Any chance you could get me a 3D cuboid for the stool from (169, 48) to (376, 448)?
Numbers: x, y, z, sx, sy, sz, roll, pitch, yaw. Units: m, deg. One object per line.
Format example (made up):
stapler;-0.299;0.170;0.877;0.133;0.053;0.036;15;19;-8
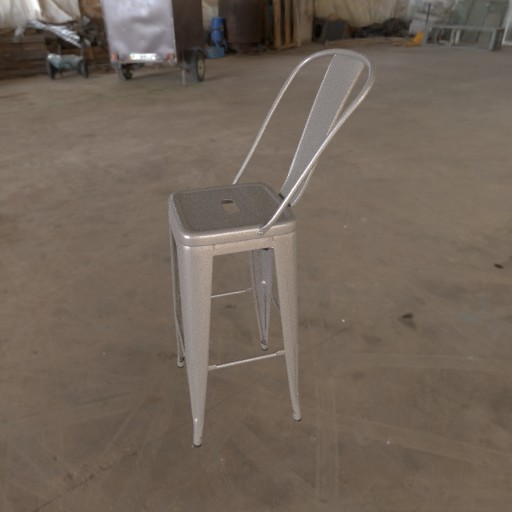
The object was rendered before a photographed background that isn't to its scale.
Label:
stool;0.000;0.000;1.313;0.513;1.096;0.399;-9;32;-14
